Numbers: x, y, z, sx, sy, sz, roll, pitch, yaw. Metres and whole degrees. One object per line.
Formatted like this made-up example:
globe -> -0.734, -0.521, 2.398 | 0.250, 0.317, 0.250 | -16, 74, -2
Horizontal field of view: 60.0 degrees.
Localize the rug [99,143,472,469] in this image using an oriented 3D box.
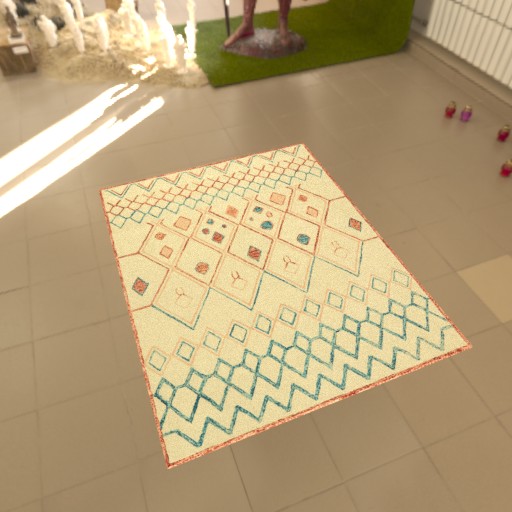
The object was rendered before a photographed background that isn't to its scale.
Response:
rug -> 0.000, 0.000, 4.121 | 2.441, 0.016, 3.050 | -16, 50, -14
